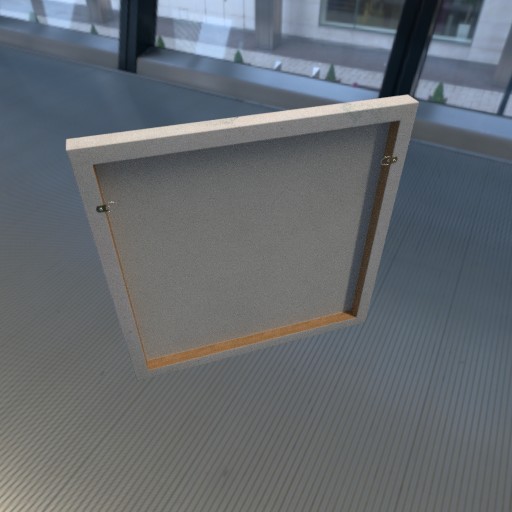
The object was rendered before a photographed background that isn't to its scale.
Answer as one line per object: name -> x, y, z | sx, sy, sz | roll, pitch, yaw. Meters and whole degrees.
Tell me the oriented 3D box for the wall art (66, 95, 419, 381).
wall art -> 0.000, 0.000, 0.949 | 0.612, 0.612, 0.040 | -12, 42, -13
